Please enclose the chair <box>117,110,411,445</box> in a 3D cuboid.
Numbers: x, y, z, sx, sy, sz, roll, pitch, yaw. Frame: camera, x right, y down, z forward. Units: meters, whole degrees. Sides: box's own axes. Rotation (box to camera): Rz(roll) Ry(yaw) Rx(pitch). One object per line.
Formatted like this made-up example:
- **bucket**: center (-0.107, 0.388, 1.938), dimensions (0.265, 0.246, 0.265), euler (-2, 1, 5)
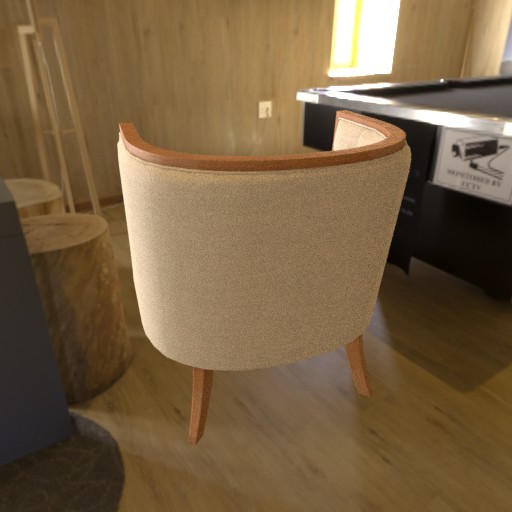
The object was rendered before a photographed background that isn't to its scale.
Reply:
- **chair**: center (0.000, 0.000, 1.337), dimensions (0.711, 0.775, 0.757), euler (-9, 28, -17)
